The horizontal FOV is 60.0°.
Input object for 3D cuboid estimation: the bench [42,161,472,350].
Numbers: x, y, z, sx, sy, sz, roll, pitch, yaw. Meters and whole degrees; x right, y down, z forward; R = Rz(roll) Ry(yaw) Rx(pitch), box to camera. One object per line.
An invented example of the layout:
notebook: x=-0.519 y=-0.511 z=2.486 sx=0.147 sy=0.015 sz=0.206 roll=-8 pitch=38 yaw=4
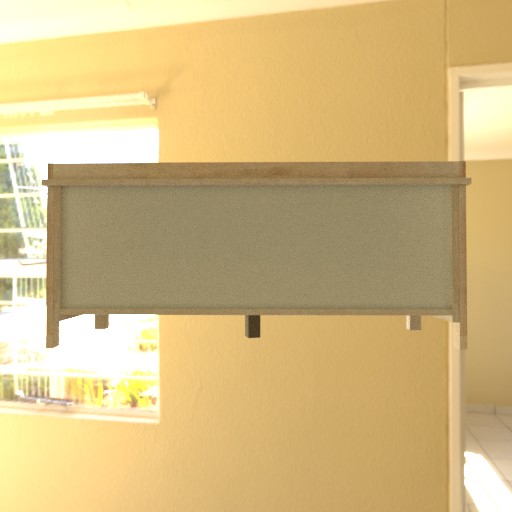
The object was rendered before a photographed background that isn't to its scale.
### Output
bench: x=0.000 y=0.000 z=1.371 sx=1.140 sy=0.501 sz=0.398 roll=0 pitch=-1 yaw=1
